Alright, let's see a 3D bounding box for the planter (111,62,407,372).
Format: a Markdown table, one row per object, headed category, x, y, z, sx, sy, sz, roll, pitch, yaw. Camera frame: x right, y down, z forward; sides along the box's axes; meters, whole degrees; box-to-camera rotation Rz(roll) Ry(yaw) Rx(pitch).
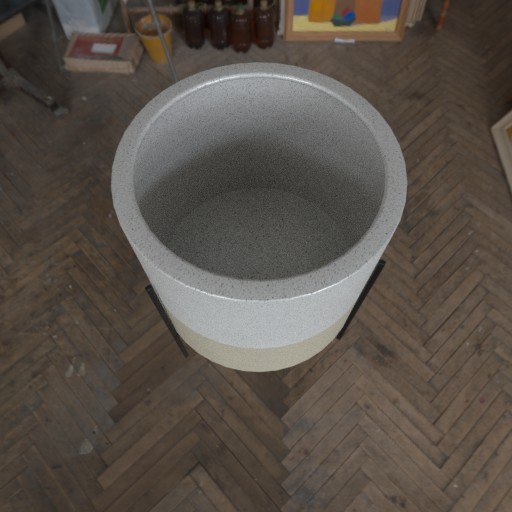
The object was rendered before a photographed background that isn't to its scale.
| category | x | y | z | sx | sy | sz | roll | pitch | yaw |
| --- | --- | --- | --- | --- | --- | --- | --- | --- | --- |
| planter | 0.000 | 0.000 | 0.748 | 0.368 | 0.484 | 0.359 | -34 | 68 | -16 |
